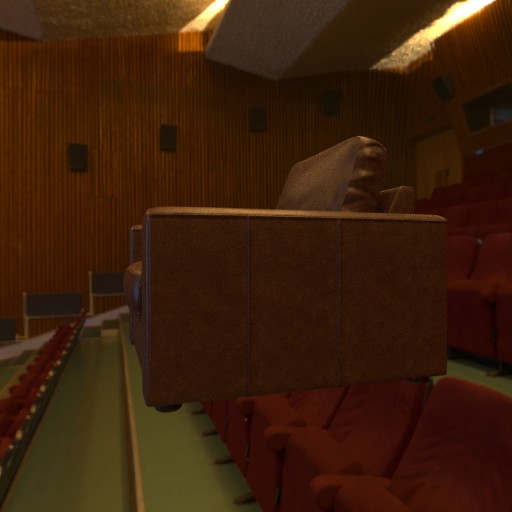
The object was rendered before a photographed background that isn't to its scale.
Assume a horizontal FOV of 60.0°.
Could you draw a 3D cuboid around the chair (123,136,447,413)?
[{"bbox_3d":[0.000,0.000,1.779,1.016,0.873,1.005,0,0,-18],"label":"chair"}]
